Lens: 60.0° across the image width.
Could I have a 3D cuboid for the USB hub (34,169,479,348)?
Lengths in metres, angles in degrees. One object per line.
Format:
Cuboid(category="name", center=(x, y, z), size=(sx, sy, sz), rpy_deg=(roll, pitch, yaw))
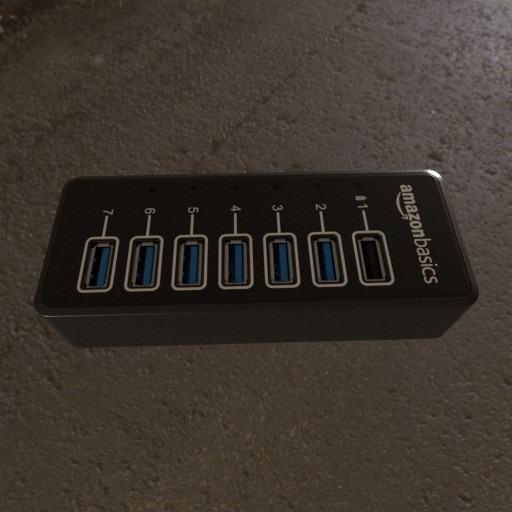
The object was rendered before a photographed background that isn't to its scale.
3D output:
Cuboid(category="USB hub", center=(0.000, 0.000, 0.127), size=(0.110, 0.023, 0.044), rpy_deg=(-1, 59, -1))
